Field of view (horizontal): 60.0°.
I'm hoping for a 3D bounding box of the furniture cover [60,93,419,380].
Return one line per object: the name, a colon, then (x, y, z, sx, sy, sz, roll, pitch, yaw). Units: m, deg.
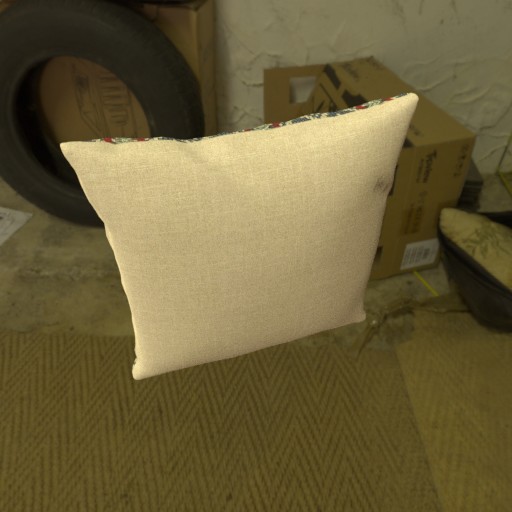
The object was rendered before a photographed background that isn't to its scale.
furniture cover: (0.000, 0.000, 0.651, 0.431, 0.431, 0.139, -12, 43, -13)
